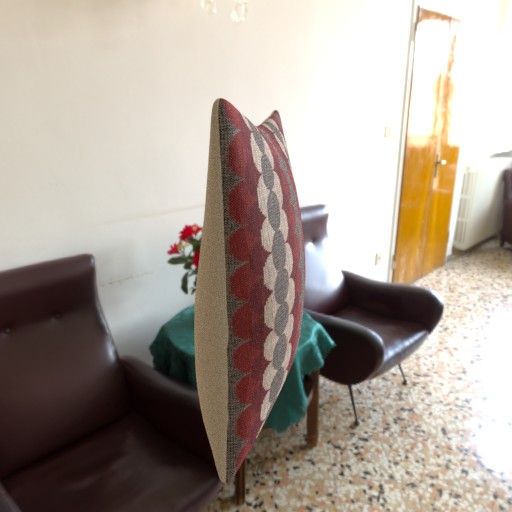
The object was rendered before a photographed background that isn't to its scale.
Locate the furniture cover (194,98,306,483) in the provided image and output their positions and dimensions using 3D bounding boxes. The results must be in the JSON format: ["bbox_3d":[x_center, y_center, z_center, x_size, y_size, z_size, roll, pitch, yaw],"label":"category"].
[{"bbox_3d":[0.000,0.000,0.648,0.145,0.420,0.435,3,18,9],"label":"furniture cover"}]
